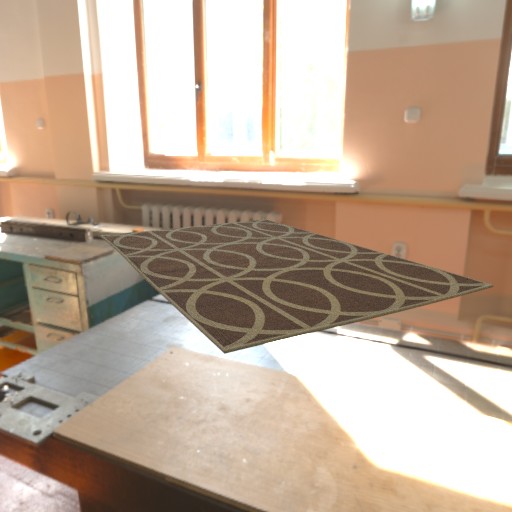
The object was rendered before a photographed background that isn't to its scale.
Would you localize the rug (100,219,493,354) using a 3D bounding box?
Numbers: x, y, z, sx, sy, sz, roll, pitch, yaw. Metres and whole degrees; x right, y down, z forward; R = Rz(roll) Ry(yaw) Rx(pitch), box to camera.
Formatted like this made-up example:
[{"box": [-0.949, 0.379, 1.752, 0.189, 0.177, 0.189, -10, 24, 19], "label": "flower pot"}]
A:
[{"box": [0.000, 0.000, 2.863, 1.526, 0.014, 2.290, -8, 16, -28], "label": "rug"}]
